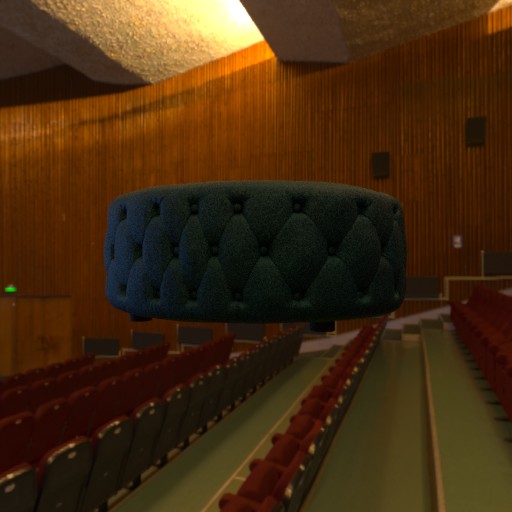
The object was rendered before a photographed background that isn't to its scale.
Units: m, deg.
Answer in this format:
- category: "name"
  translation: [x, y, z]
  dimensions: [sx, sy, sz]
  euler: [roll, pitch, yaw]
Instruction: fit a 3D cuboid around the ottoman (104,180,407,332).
- category: "ottoman"
  translation: [0.000, 0.000, 1.545]
  dimensions: [0.998, 0.398, 0.998]
  euler: [0, 0, 0]
